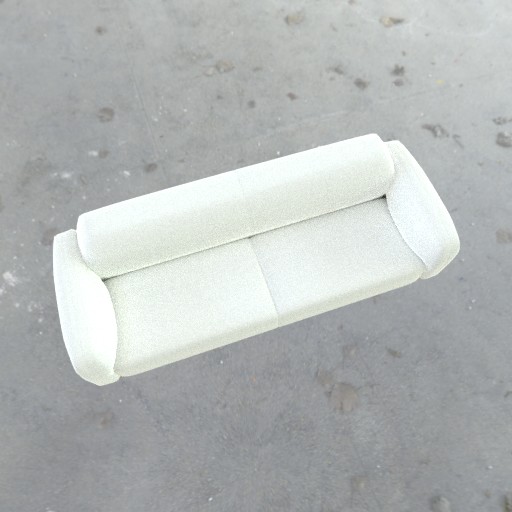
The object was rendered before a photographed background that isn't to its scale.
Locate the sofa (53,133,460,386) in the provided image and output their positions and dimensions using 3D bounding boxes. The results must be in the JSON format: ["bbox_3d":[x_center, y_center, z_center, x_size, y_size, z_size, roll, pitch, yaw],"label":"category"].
[{"bbox_3d":[0.000,0.000,2.709,2.280,0.780,0.870,-17,65,-8],"label":"sofa"}]
